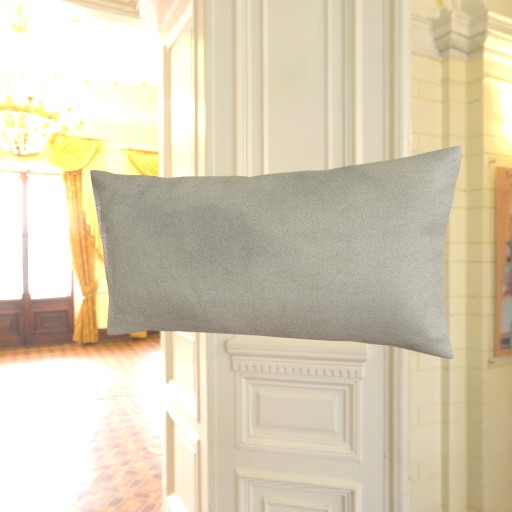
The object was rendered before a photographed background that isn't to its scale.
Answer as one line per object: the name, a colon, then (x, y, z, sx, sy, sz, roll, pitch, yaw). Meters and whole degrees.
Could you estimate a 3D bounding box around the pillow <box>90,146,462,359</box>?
pillow: (0.000, 0.000, 0.728, 0.608, 0.305, 0.156, 0, 1, 18)
